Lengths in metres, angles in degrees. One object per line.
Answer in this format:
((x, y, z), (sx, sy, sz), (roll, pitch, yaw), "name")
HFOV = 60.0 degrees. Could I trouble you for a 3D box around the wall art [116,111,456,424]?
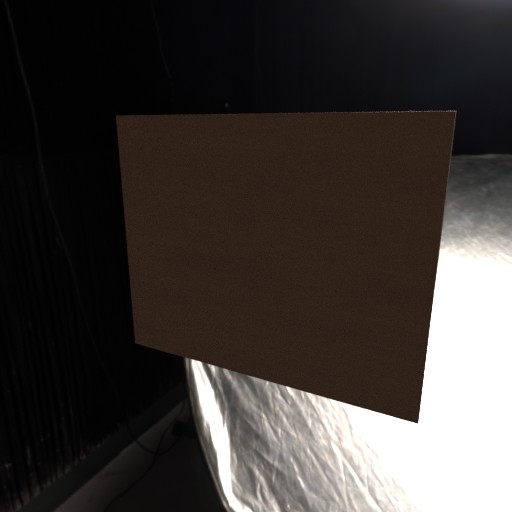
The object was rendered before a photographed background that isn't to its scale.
((0.000, 0.000, 0.668), (0.508, 0.408, 0.012), (8, 18, 27), "wall art")
